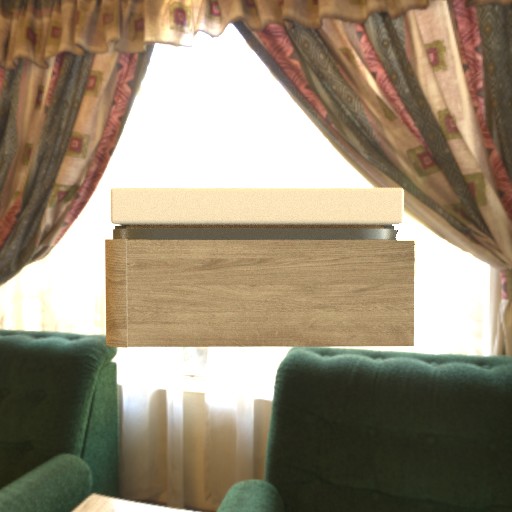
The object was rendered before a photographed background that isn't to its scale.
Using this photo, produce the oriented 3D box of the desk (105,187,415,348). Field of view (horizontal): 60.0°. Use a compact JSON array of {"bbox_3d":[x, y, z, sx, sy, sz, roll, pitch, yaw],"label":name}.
[{"bbox_3d":[0.000,0.000,2.193,0.900,0.455,1.900,0,2,0],"label":"desk"}]
